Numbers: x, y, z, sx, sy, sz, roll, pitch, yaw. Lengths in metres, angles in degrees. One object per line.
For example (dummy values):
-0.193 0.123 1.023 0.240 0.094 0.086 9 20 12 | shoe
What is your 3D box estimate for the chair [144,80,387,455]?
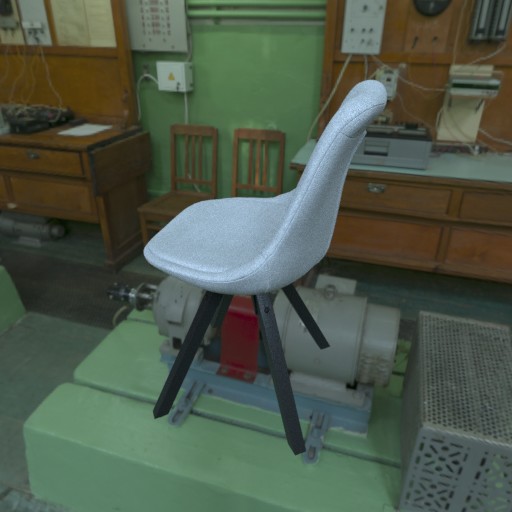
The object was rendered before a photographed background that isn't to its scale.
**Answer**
0.000 0.000 1.156 0.550 0.850 0.485 8 30 14 | chair
